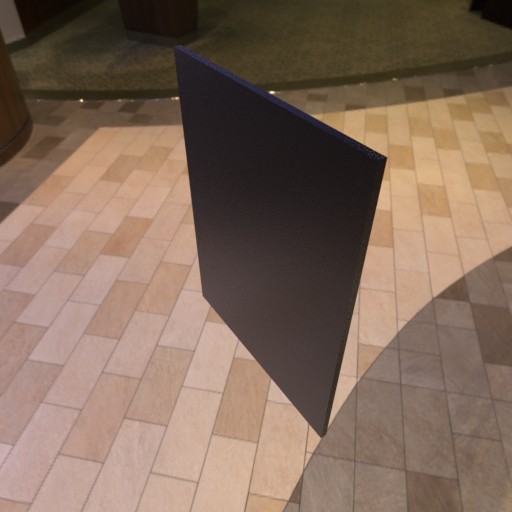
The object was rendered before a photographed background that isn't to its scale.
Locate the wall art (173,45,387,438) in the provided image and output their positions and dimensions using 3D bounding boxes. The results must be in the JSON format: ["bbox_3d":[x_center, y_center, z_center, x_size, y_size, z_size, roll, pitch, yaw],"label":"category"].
[{"bbox_3d":[0.000,0.000,0.771,0.013,0.582,0.442,-25,47,-25],"label":"wall art"}]
